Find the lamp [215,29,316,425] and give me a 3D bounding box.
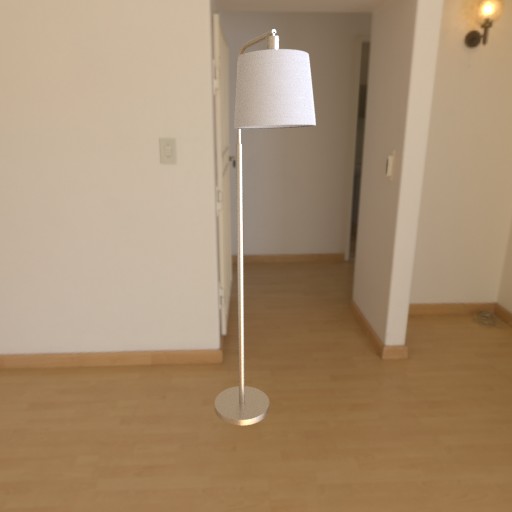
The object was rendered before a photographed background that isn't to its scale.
[{"bbox_3d":[0.000,0.000,1.636,0.254,1.478,0.508,-9,20,-27],"label":"lamp"}]
